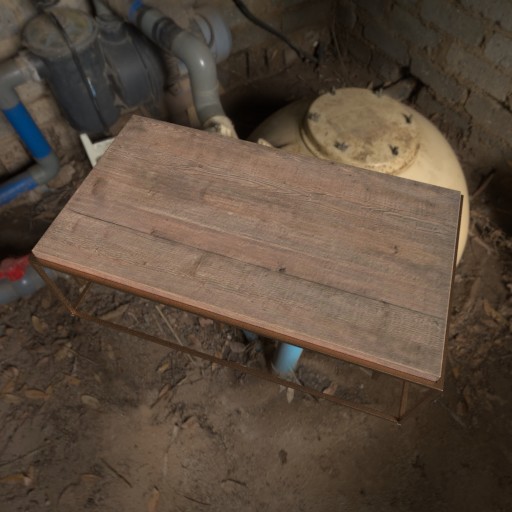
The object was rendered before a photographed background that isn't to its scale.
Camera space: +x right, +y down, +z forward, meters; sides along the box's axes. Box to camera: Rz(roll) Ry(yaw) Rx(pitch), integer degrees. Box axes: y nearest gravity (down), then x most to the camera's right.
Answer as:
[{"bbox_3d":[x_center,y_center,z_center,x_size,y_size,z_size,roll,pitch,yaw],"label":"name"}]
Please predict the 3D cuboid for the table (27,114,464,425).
[{"bbox_3d":[0.000,0.000,1.751,1.387,0.468,0.775,16,58,10],"label":"table"}]
